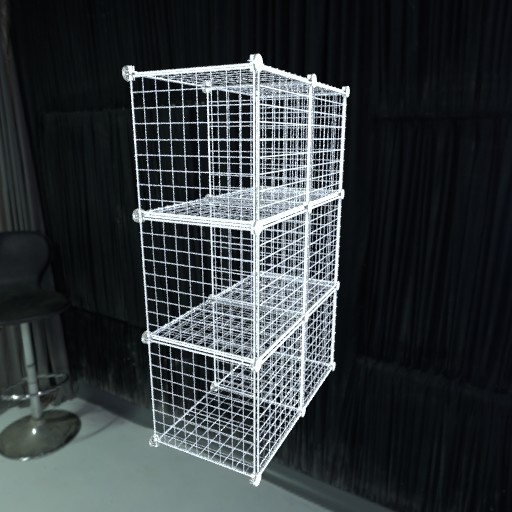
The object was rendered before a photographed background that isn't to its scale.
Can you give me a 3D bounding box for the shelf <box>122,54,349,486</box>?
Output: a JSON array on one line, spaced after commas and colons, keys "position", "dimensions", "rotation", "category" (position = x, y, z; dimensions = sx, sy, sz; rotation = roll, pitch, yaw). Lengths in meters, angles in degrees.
[{"position": [0.000, 0.000, 1.420], "dimensions": [0.356, 1.067, 0.711], "rotation": [7, 17, 26], "category": "shelf"}]
